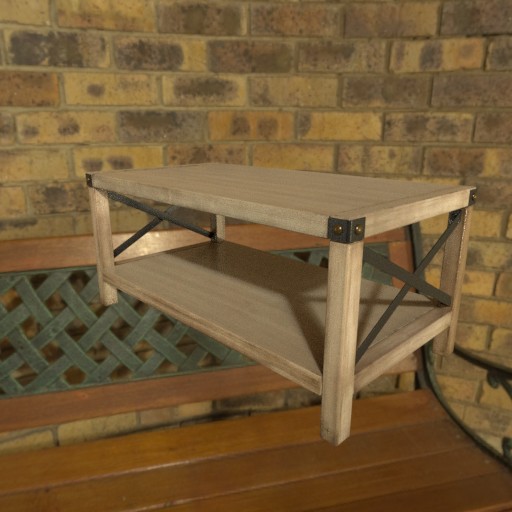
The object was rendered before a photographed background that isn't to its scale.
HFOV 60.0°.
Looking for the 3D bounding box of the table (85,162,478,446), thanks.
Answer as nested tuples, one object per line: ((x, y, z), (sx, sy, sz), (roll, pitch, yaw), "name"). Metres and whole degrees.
((0.000, 0.000, 1.314), (0.559, 0.456, 1.016), (-16, 23, -42), "table")
